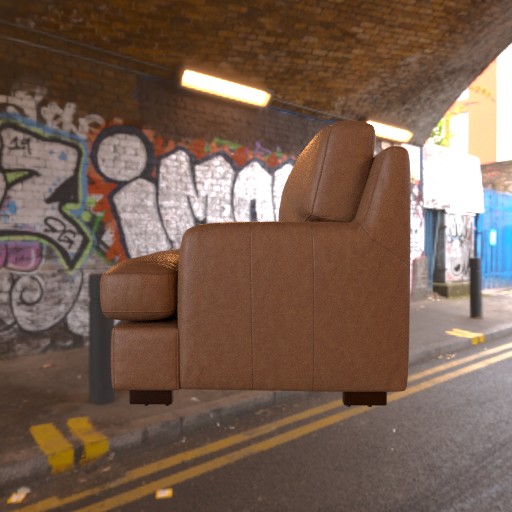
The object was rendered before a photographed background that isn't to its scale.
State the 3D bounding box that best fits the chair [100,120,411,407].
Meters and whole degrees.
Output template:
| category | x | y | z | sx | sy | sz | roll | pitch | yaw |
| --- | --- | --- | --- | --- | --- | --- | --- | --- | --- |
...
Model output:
| category | x | y | z | sx | sy | sz | roll | pitch | yaw |
| --- | --- | --- | --- | --- | --- | --- | --- | --- | --- |
| chair | 0.000 | 0.000 | 2.015 | 1.050 | 0.978 | 1.276 | 0 | 1 | 1 |
